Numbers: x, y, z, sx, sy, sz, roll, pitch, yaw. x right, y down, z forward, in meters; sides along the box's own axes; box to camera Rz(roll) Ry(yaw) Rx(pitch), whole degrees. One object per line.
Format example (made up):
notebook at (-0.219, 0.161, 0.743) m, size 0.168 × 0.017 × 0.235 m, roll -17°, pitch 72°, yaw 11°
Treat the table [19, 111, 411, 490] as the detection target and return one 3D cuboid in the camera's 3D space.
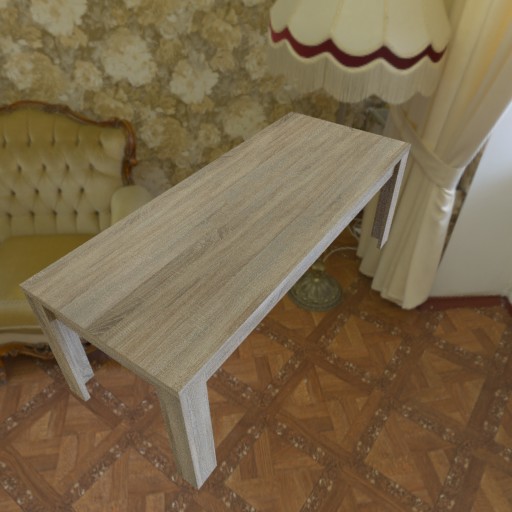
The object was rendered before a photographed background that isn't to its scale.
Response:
table at (0.000, 0.000, 2.613) m, size 0.900 × 0.790 × 2.200 m, roll 24°, pitch 46°, yaw 26°
